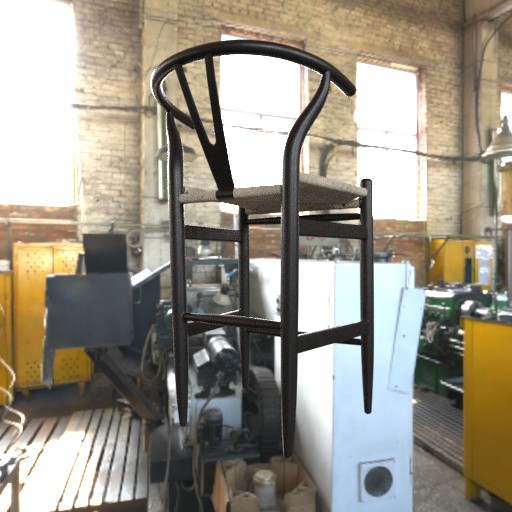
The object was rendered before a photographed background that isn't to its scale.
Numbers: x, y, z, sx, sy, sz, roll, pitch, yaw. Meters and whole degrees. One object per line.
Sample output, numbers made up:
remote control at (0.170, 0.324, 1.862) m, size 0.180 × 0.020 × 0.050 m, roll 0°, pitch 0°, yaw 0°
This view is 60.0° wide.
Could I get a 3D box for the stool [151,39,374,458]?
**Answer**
stool at (0.000, 0.000, 1.265) m, size 0.569 × 0.970 × 0.579 m, roll 0°, pitch 0°, yaw 34°
